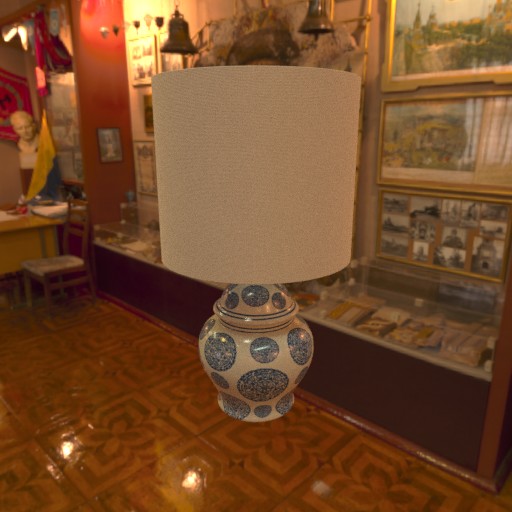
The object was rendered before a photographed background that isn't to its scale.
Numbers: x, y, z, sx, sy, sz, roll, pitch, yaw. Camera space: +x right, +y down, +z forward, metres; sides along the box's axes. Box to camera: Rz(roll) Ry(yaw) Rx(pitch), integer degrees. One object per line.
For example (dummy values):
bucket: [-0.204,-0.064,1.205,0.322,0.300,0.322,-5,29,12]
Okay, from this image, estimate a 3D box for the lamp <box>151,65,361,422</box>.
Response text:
lamp: [0.000,0.000,0.515,0.215,0.381,0.215,-14,21,-42]
